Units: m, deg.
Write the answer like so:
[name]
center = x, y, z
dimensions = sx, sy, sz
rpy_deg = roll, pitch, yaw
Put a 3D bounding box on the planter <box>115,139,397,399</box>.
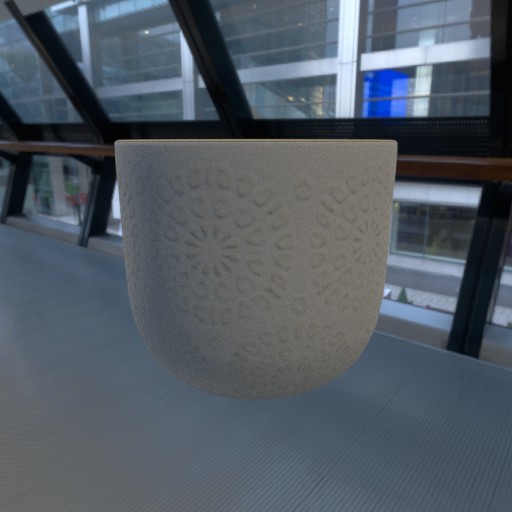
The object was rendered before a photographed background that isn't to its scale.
[planter]
center = 0.000, 0.000, 0.217
dimensions = 0.124, 0.109, 0.124
rpy_deg = 0, 14, 0
